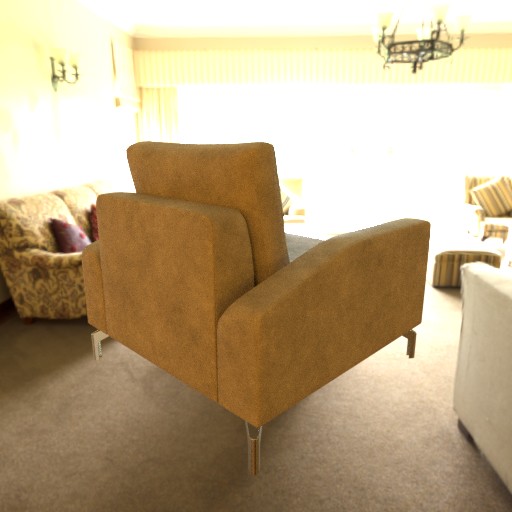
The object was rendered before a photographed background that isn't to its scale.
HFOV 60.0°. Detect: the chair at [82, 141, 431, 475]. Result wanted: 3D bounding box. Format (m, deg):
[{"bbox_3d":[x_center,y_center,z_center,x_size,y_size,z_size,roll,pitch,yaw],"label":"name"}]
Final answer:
[{"bbox_3d":[0.000,0.000,1.591,0.900,0.800,0.900,14,20,43],"label":"chair"}]
